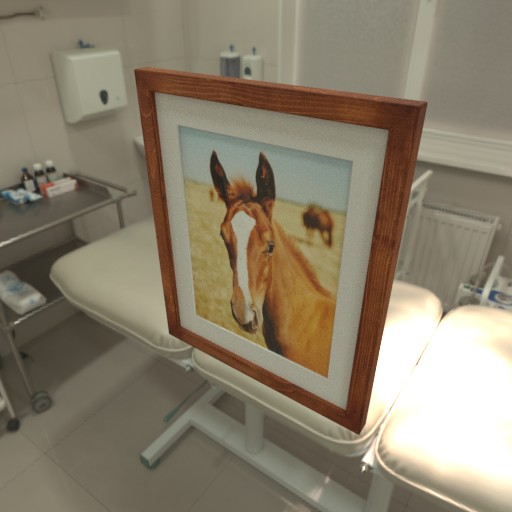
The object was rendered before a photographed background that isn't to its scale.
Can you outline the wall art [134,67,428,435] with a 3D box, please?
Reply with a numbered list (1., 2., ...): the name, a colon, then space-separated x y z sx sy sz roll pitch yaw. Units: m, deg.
1. wall art: 0.000 0.000 0.755 0.462 0.558 0.030 20 36 30
